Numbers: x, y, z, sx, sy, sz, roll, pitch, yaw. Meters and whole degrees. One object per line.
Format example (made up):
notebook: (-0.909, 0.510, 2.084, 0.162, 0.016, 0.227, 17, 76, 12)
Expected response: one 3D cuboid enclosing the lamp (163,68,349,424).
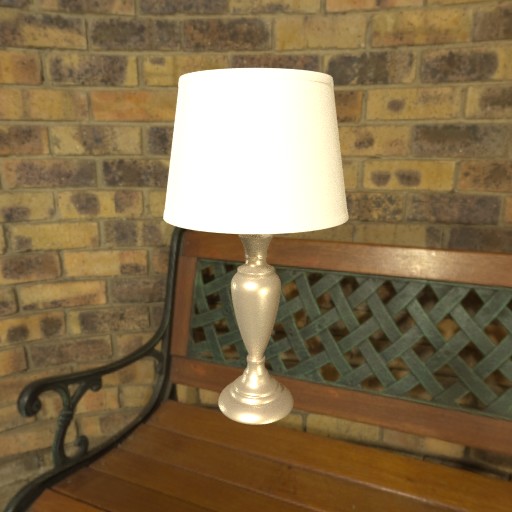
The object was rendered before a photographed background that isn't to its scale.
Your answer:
lamp: (0.000, 0.000, 0.821, 0.328, 0.612, 0.328, 0, 15, 0)
